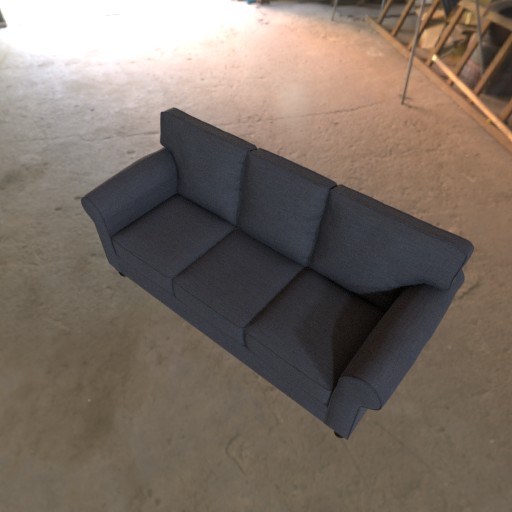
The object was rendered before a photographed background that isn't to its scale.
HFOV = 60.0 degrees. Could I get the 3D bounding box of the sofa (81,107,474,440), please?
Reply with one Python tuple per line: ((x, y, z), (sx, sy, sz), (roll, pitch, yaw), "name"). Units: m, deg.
((0.000, 0.000, 2.604), (2.084, 0.966, 0.909), (31, 54, 26), "sofa")
